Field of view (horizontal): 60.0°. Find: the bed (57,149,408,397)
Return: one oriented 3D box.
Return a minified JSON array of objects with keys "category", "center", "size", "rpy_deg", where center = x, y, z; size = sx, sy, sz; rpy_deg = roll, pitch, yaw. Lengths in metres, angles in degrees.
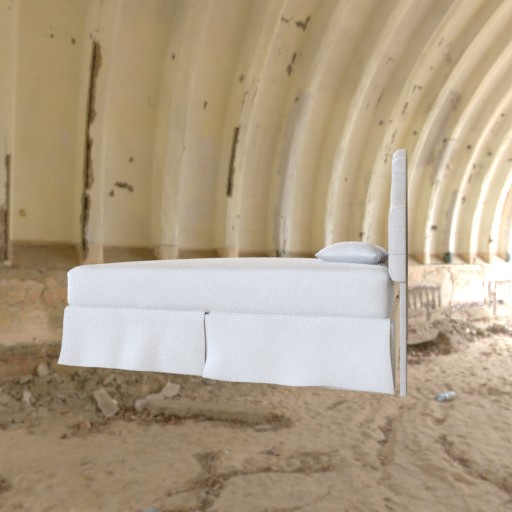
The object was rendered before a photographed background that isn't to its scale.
[{"category":"bed","center":[0.000,0.000,3.831],"size":[2.477,1.617,2.039],"rpy_deg":[0,0,19]}]
